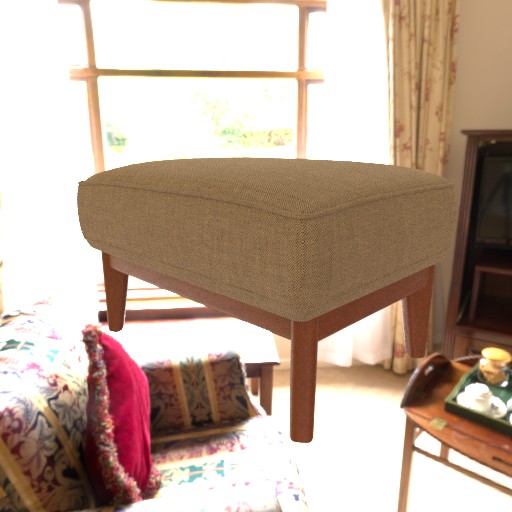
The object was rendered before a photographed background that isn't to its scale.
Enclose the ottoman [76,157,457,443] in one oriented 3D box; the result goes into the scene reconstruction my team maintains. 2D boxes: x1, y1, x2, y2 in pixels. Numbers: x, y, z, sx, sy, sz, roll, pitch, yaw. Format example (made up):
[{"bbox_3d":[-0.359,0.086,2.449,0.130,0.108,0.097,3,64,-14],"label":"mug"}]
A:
[{"bbox_3d":[0.000,0.000,1.070,0.750,0.458,0.555,14,20,43],"label":"ottoman"}]
